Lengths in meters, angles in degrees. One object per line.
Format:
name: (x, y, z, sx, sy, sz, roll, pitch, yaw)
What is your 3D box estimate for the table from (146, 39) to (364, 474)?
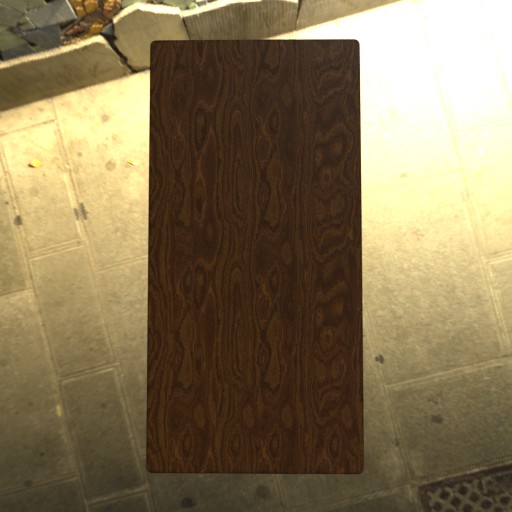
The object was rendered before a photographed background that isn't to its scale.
table: (0.000, 0.000, 2.202, 0.883, 0.753, 1.791, 0, 88, 1)
